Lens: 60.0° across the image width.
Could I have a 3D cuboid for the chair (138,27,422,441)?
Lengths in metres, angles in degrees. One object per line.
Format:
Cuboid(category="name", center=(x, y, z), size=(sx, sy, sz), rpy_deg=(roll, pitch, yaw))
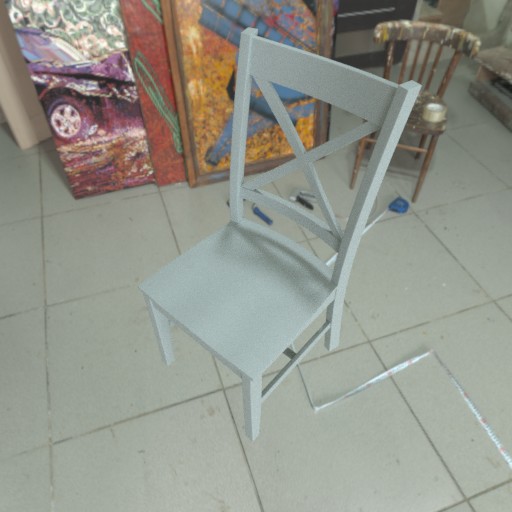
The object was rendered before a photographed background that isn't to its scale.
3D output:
Cuboid(category="chair", center=(0.000, 0.000, 1.262), size=(0.485, 0.983, 0.542), rpy_deg=(33, 55, 27))
